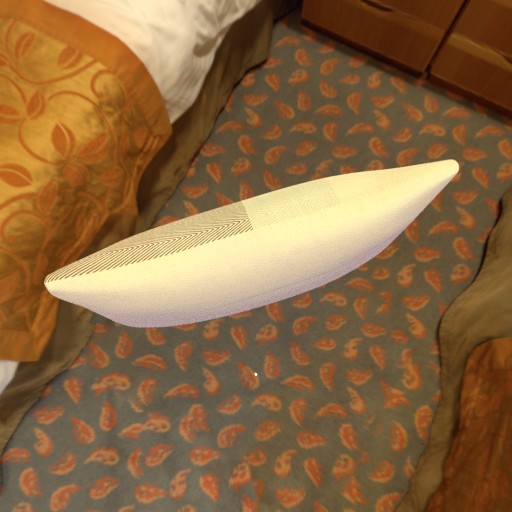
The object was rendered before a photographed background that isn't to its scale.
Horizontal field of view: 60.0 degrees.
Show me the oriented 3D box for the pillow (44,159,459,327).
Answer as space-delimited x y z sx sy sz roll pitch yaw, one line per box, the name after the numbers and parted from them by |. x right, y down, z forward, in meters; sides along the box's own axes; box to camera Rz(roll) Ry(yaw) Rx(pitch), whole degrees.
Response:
0.000 0.000 0.649 0.506 0.305 0.139 -17 76 -4 | pillow
